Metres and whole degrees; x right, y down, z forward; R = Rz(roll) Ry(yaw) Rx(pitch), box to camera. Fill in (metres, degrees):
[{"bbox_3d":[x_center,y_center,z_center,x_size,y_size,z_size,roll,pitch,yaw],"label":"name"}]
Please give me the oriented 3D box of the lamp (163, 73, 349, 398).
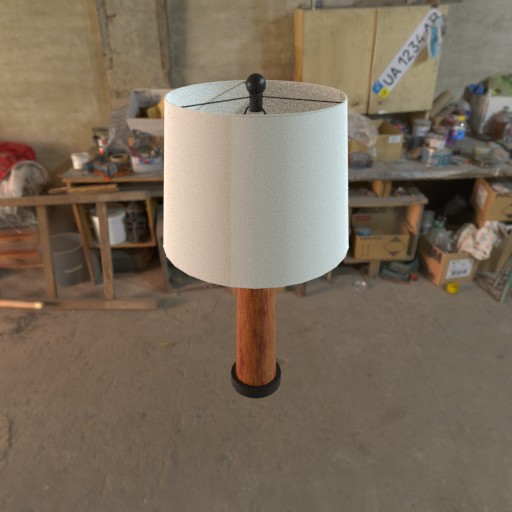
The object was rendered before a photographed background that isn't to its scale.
[{"bbox_3d":[0.000,0.000,0.867,0.349,0.667,0.349,0,30,0],"label":"lamp"}]
